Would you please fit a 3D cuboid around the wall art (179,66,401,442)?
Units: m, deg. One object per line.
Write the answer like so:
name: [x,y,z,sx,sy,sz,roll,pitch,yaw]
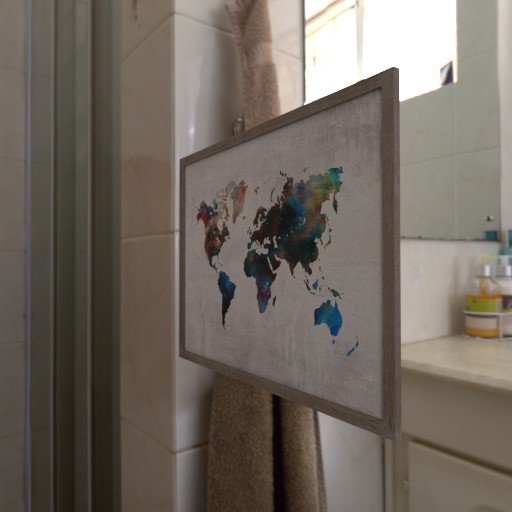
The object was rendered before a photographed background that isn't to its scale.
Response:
wall art: [0.000,0.000,1.331,0.019,0.774,1.012,1,-1,-35]
